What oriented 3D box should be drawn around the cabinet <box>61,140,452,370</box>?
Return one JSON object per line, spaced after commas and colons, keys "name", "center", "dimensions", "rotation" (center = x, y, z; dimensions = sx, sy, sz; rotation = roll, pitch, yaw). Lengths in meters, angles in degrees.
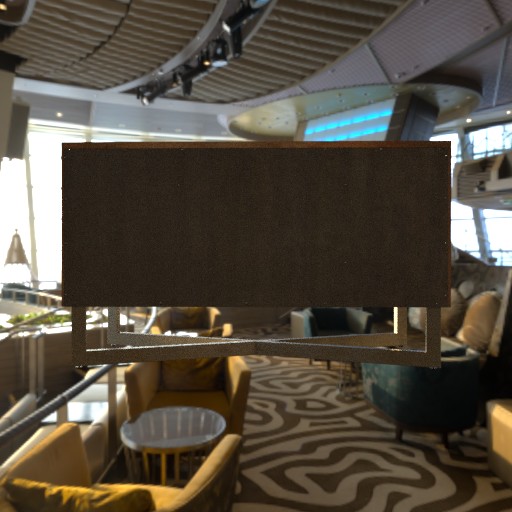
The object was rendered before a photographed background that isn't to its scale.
{"name": "cabinet", "center": [0.000, 0.000, 1.800], "dimensions": [1.373, 0.812, 0.480], "rotation": [0, 1, 1]}
